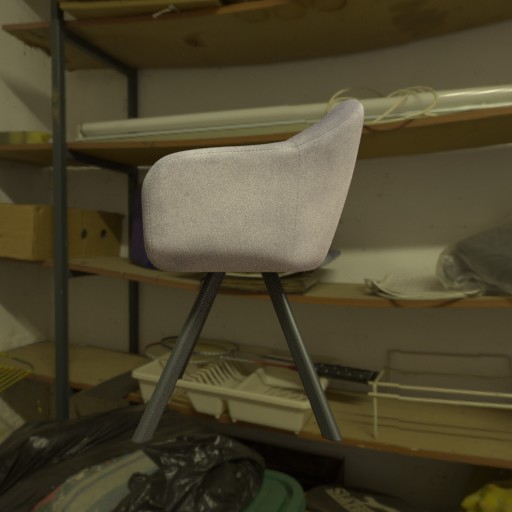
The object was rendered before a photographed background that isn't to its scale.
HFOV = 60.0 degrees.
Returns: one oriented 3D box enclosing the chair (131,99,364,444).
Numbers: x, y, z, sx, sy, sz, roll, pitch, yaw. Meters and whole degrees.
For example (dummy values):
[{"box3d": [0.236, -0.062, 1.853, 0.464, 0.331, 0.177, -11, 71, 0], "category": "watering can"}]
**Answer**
[{"box3d": [0.000, 0.000, 1.168, 0.540, 0.780, 0.570, 0, 2, -1], "category": "chair"}]
